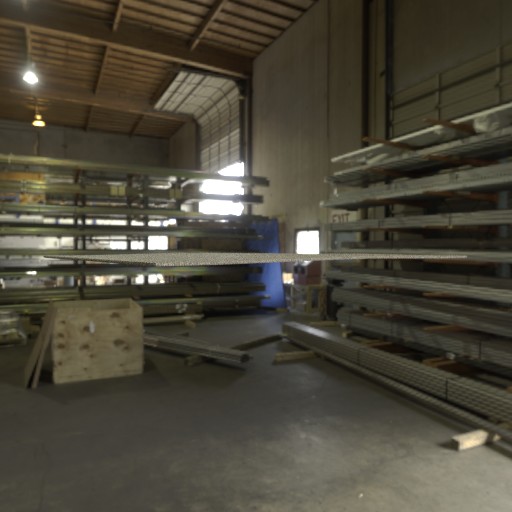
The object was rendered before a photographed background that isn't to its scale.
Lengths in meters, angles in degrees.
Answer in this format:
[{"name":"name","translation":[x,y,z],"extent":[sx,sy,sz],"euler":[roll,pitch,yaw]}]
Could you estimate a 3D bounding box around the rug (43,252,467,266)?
[{"name":"rug","translation":[0.000,0.000,4.740],"extent":[3.626,0.051,2.757],"euler":[-1,1,-38]}]
